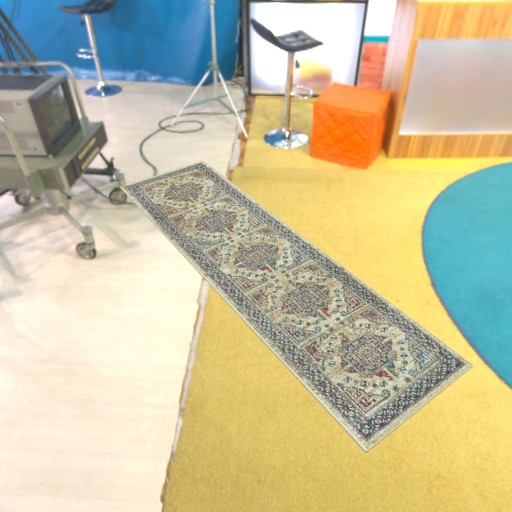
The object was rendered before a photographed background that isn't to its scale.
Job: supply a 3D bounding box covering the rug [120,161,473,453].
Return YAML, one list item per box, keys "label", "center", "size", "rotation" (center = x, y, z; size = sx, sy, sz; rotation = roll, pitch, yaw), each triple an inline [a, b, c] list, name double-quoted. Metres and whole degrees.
- label: "rug"
  center: [0.000, 0.000, 2.480]
  size: [0.661, 0.013, 2.297]
  rotation: [-24, 45, -27]
